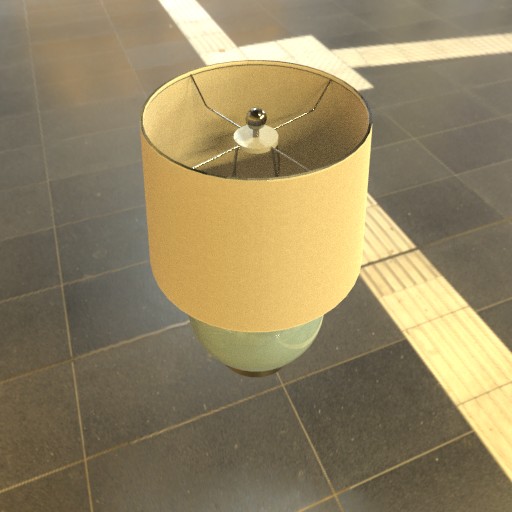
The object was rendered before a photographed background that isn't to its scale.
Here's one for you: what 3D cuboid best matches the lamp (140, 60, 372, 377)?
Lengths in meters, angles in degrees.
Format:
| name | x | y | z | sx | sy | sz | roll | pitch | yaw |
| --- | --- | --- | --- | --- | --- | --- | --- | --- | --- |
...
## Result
| name | x | y | z | sx | sy | sz | roll | pitch | yaw |
| --- | --- | --- | --- | --- | --- | --- | --- | --- | --- |
| lamp | 0.000 | 0.000 | 0.538 | 0.247 | 0.387 | 0.247 | 0 | 47 | 0 |
